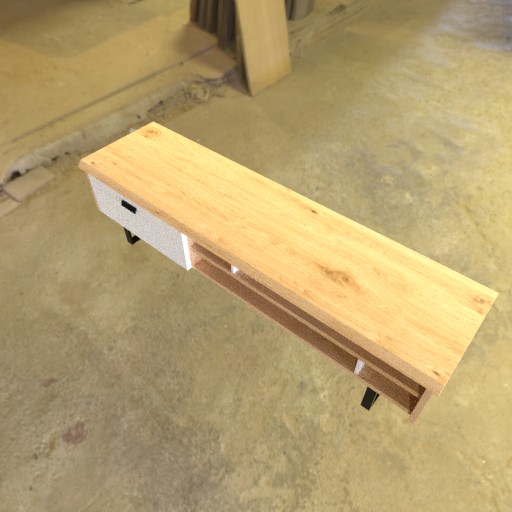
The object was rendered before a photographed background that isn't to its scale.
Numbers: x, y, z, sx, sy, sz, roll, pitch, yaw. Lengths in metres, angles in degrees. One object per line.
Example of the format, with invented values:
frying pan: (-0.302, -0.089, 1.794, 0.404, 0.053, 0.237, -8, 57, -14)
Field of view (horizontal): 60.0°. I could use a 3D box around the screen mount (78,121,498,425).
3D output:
screen mount: (0.000, 0.000, 1.866, 1.700, 0.430, 0.450, 31, 54, 26)
